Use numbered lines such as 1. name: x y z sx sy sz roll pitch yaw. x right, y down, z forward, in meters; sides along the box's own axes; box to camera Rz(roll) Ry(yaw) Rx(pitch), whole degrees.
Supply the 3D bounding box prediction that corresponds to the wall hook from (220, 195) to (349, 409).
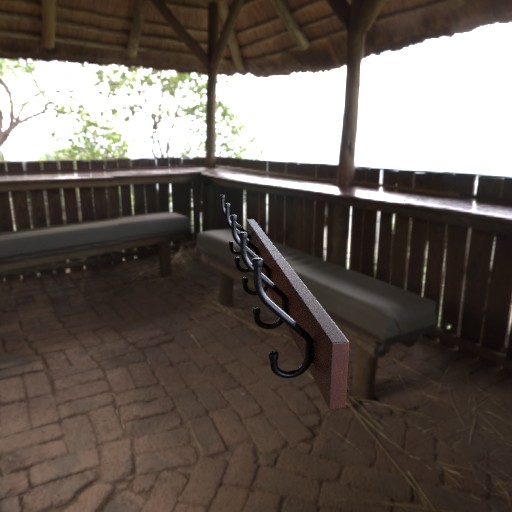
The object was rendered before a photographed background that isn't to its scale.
1. wall hook: 0.000 0.000 0.622 0.071 0.117 0.571 -2 15 -8
